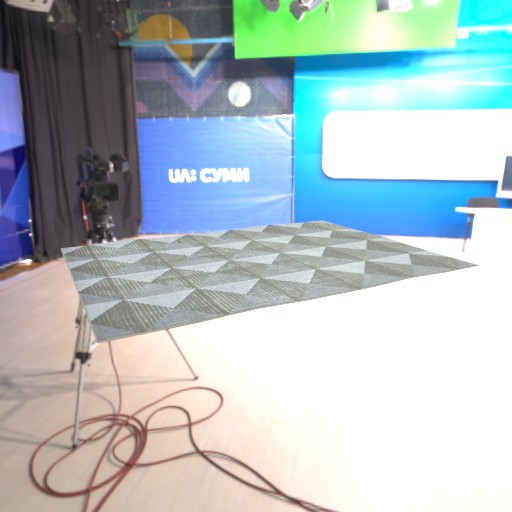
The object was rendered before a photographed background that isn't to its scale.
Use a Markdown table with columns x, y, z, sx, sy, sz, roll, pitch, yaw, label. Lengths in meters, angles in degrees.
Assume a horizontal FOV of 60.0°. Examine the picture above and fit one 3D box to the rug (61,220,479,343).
| x | y | z | sx | sy | sz | roll | pitch | yaw | label |
| --- | --- | --- | --- | --- | --- | --- | --- | --- | --- |
| 0.000 | 0.000 | 4.331 | 3.333 | 0.027 | 2.428 | -8 | 17 | -27 | rug |
